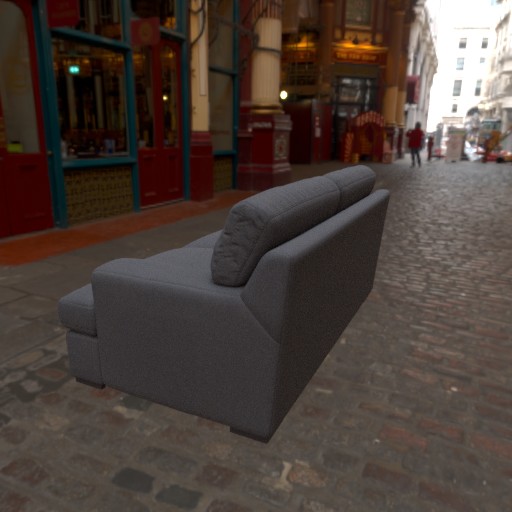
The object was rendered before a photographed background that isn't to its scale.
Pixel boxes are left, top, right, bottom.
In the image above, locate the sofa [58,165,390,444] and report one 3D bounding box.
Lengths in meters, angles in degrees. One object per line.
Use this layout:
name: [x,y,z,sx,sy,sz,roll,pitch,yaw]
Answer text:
sofa: [0.000,0.000,2.513,1.143,0.940,1.880,8,17,25]
